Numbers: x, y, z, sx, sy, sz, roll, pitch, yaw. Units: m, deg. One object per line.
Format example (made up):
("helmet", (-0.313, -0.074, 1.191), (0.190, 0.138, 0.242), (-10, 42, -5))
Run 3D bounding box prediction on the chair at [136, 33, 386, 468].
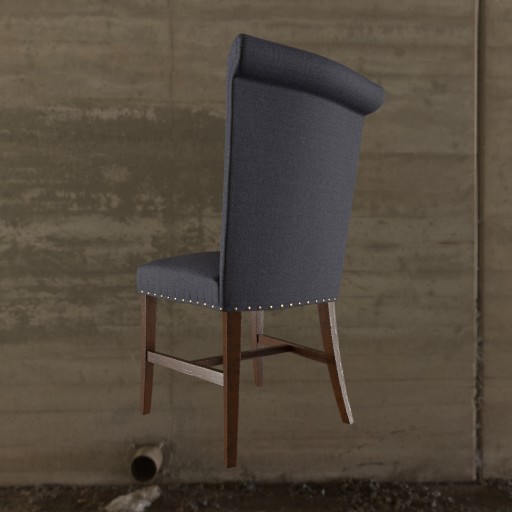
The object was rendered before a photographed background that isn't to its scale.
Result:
("chair", (0.000, 0.000, 1.322), (0.513, 0.988, 0.608), (0, 1, -38))
